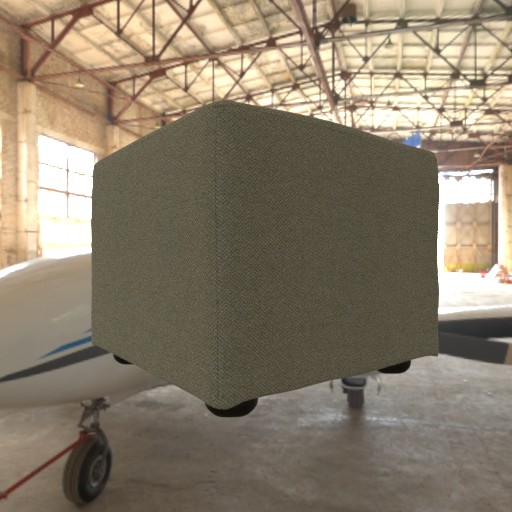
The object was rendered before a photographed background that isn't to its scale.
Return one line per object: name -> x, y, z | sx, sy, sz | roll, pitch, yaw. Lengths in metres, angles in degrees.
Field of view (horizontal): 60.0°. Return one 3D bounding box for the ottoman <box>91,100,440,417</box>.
ottoman -> 0.000, 0.000, 0.896 | 0.512, 0.453, 0.521 | 0, 0, -37
